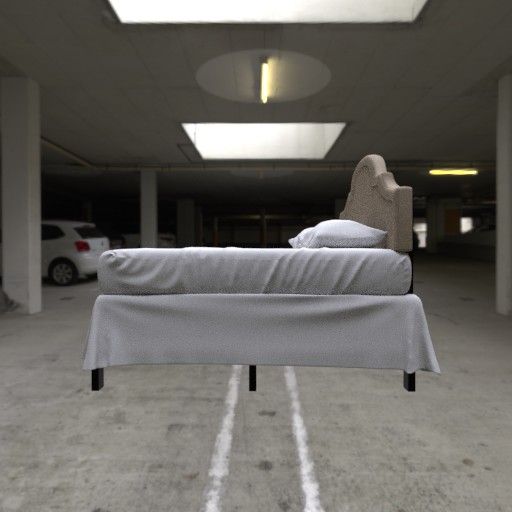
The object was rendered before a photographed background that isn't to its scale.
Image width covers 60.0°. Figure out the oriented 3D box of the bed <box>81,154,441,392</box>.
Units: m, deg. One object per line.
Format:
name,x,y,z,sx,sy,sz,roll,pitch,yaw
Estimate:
bed,0.000,0.000,3.690,2.222,1.631,2.303,0,0,0
